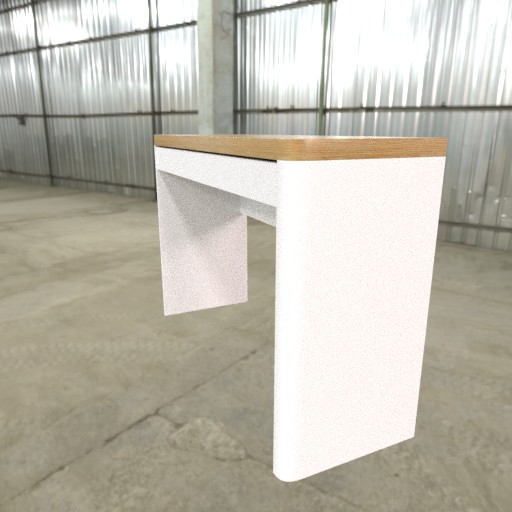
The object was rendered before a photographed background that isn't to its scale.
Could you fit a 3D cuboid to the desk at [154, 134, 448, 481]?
[{"bbox_3d":[0.000,0.000,1.451,0.390,0.760,1.100,-7,17,-24],"label":"desk"}]
